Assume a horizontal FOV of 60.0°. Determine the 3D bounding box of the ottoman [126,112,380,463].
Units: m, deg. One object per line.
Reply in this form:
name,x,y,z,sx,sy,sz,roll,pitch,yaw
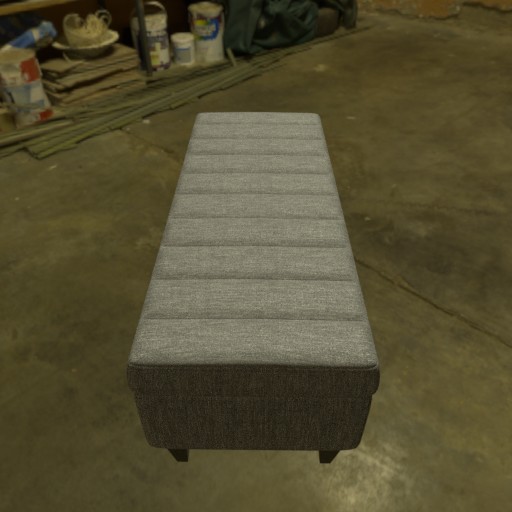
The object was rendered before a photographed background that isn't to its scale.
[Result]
ottoman,0.000,0.000,1.362,0.482,0.469,1.151,0,40,1
